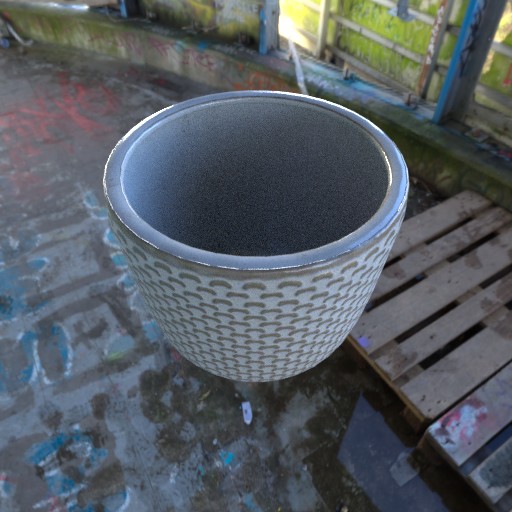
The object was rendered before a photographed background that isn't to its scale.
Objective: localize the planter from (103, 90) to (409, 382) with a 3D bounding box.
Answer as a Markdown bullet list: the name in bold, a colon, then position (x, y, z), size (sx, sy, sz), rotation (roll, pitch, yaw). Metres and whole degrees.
- **planter**: position (0.000, 0.000, 0.309), size (0.173, 0.160, 0.173), rotation (0, 47, 0)
